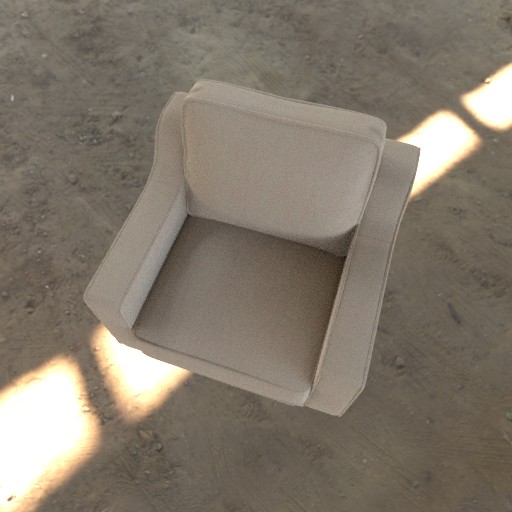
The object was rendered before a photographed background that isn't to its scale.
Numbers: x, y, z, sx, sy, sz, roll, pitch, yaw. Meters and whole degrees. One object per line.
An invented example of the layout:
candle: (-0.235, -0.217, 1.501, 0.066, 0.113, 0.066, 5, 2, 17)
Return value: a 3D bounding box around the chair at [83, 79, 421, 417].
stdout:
chair: (0.000, 0.000, 1.649, 0.922, 0.948, 0.882, 16, 61, 9)
